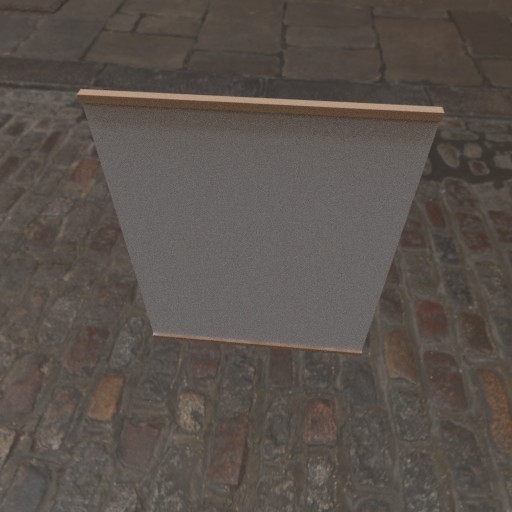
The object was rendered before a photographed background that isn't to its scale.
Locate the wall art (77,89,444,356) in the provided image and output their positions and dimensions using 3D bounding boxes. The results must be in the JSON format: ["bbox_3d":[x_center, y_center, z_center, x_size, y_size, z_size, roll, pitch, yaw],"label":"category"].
[{"bbox_3d":[0.000,0.000,0.677,0.405,0.508,0.012,4,48,4],"label":"wall art"}]
